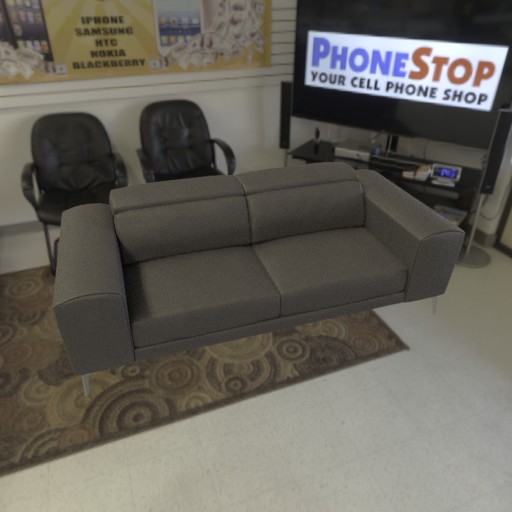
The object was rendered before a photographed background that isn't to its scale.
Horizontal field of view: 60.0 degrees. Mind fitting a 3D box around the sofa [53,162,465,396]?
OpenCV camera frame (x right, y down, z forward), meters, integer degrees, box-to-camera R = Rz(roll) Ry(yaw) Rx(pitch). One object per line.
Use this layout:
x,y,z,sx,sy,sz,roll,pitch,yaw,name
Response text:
0.000,0.000,2.873,2.330,0.814,1.048,-10,34,-15,sofa
